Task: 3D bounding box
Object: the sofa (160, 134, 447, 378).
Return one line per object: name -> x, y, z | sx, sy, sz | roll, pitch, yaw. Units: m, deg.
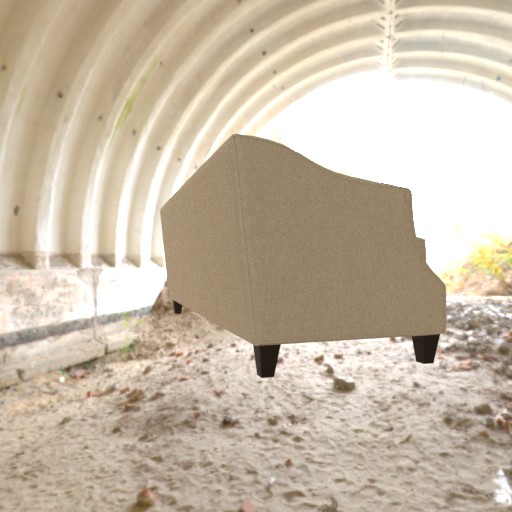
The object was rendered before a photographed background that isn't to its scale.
sofa -> 0.000, 0.000, 2.704 | 0.914, 0.901, 2.235 | 0, -1, -18
